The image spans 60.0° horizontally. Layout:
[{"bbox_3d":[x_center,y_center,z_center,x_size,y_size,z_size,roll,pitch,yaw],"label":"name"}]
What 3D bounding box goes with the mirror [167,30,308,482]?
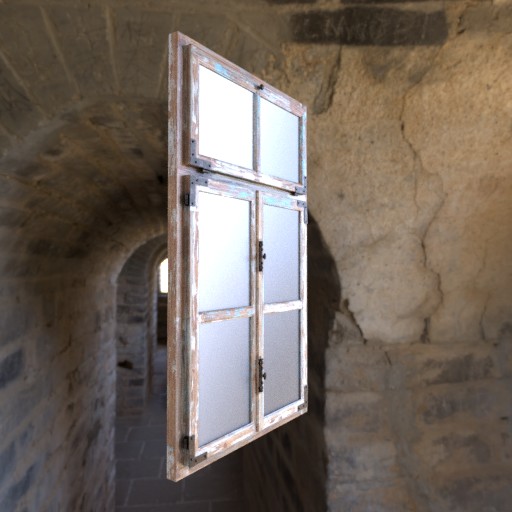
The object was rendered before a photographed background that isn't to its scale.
[{"bbox_3d":[0.000,0.000,1.473,0.083,1.213,0.707,-1,-2,36],"label":"mirror"}]
